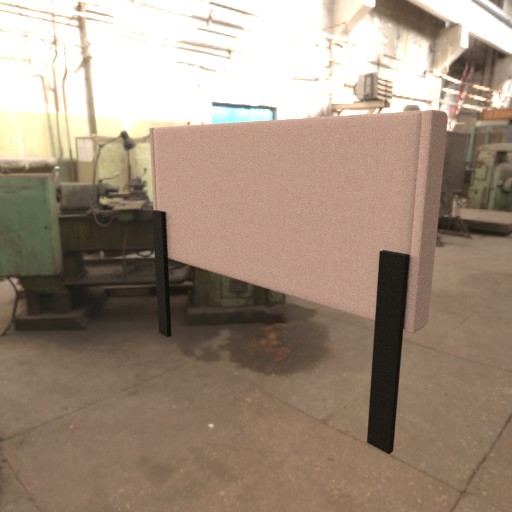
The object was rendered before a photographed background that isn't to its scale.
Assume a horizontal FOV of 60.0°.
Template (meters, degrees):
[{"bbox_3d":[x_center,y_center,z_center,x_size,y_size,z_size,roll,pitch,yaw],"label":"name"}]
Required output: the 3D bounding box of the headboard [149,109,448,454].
[{"bbox_3d":[0.000,0.000,2.620,0.184,1.524,2.051,-13,19,-43],"label":"headboard"}]
